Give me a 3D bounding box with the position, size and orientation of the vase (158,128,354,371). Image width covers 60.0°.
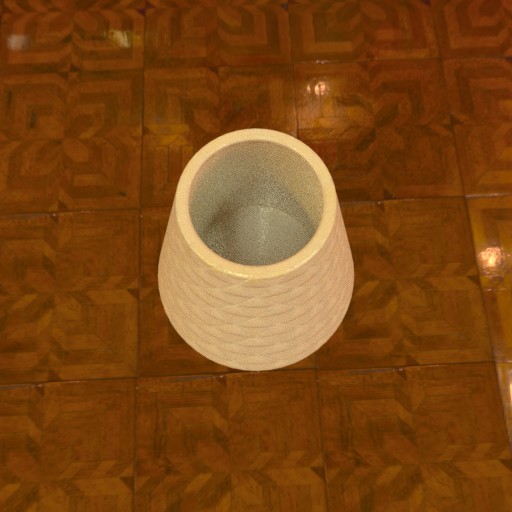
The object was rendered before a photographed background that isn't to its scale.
[{"bbox_3d":[0.000,0.000,0.351,0.175,0.230,0.175,0,75,0],"label":"vase"}]
